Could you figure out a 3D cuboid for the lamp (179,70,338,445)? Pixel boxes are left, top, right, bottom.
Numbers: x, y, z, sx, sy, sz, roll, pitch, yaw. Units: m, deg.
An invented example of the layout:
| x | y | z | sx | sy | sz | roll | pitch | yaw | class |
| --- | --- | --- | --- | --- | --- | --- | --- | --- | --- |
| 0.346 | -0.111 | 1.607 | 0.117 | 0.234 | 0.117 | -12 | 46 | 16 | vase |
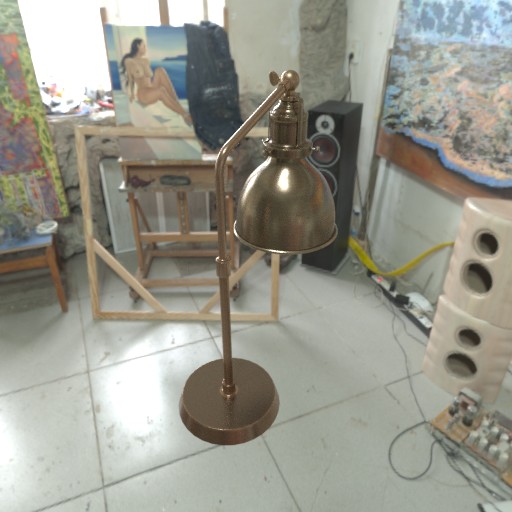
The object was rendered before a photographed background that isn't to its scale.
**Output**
| x | y | z | sx | sy | sz | roll | pitch | yaw | class |
| --- | --- | --- | --- | --- | --- | --- | --- | --- | --- |
| 0.000 | 0.000 | 0.603 | 0.153 | 0.456 | 0.286 | 22 | 38 | 31 | lamp |
